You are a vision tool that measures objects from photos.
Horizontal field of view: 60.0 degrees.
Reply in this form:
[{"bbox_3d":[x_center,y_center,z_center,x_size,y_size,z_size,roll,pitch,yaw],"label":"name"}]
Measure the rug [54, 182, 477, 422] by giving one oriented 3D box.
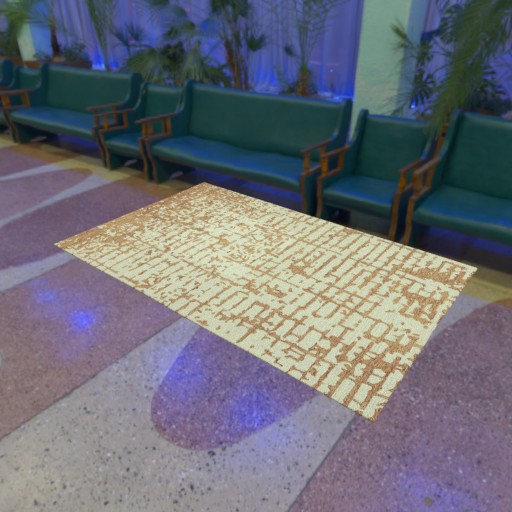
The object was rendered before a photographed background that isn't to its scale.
[{"bbox_3d":[0.000,0.000,2.987,2.435,0.011,1.517,22,37,32],"label":"rug"}]
